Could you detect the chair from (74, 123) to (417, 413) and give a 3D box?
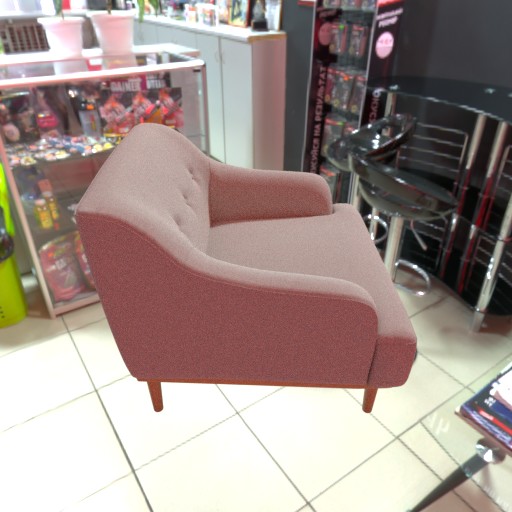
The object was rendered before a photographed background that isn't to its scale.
[{"bbox_3d":[0.000,0.000,1.656,0.951,0.818,0.946,-1,33,-1],"label":"chair"}]
